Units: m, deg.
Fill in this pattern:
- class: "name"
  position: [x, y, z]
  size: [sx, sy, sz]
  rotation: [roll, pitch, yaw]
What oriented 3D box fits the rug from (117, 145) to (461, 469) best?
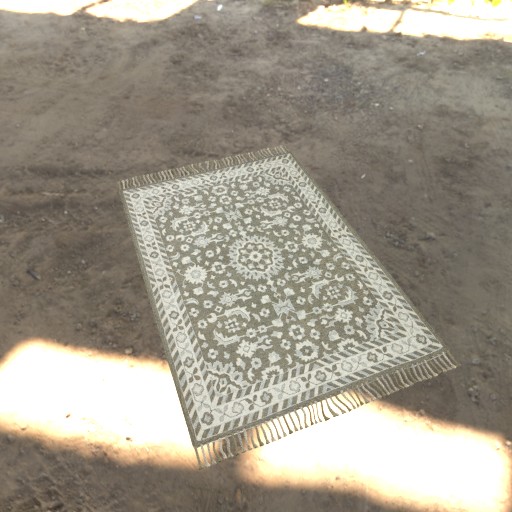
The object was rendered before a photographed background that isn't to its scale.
- class: "rug"
  position: [0.000, 0.000, 3.060]
  size: [1.530, 0.025, 2.431]
  rotation: [-16, 48, -15]
